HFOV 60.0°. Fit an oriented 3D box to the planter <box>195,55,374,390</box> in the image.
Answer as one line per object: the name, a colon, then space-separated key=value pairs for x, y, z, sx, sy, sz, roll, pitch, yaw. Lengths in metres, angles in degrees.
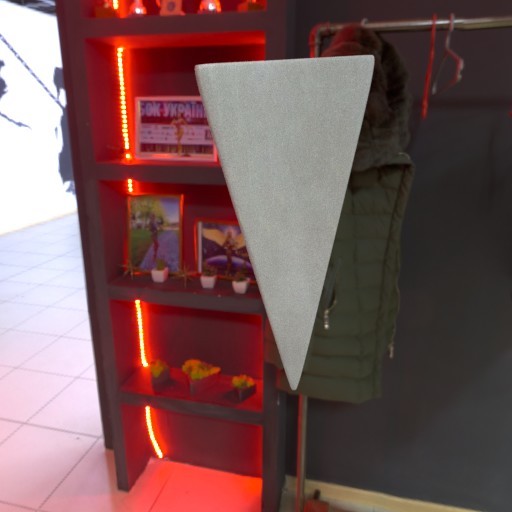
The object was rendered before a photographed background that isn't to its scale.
planter: x=0.000 y=0.000 z=0.157 sx=0.047 sy=0.130 sz=0.058 roll=-16 pitch=23 yaw=-42
